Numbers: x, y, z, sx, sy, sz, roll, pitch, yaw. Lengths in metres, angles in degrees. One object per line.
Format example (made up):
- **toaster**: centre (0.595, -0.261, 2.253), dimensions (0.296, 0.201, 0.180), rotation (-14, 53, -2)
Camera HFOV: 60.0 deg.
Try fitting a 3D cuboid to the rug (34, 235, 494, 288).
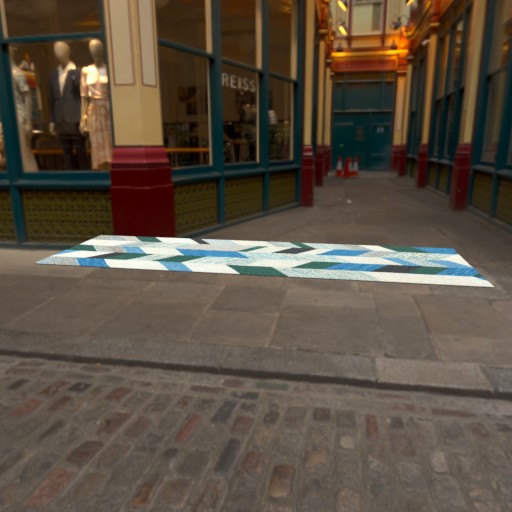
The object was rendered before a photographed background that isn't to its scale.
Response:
- **rug**: centre (0.000, 0.000, 2.673), dimensions (2.437, 0.008, 0.774), rotation (3, 15, 9)
